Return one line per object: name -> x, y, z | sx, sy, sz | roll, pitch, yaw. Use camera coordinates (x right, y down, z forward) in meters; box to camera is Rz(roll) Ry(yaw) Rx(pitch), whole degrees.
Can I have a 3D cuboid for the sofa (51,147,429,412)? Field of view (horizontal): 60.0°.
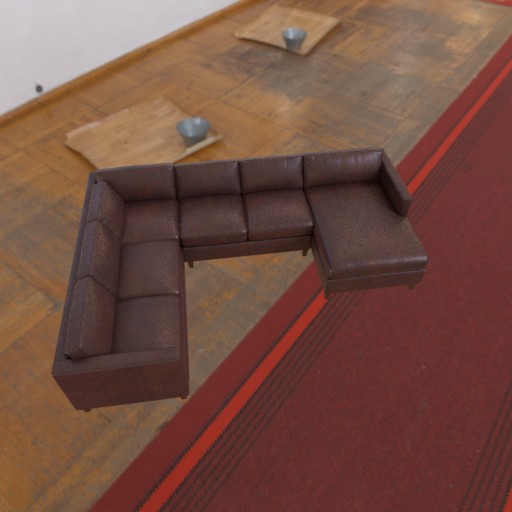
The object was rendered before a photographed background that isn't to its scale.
sofa -> 0.000, 0.000, 4.370 | 3.324, 0.891, 2.452 | -6, 48, -5
